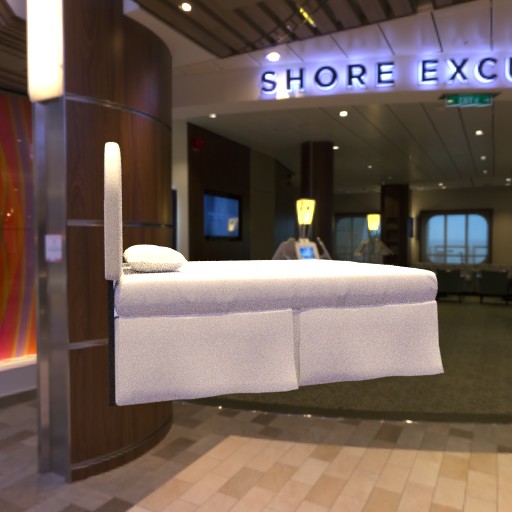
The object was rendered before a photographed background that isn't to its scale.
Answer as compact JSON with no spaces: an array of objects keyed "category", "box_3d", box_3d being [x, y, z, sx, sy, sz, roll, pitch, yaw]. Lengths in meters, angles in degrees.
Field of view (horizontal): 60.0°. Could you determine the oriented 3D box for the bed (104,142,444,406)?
[{"category":"bed","box_3d":[0.000,0.000,3.142,2.005,1.410,1.607,-1,2,-18]}]
